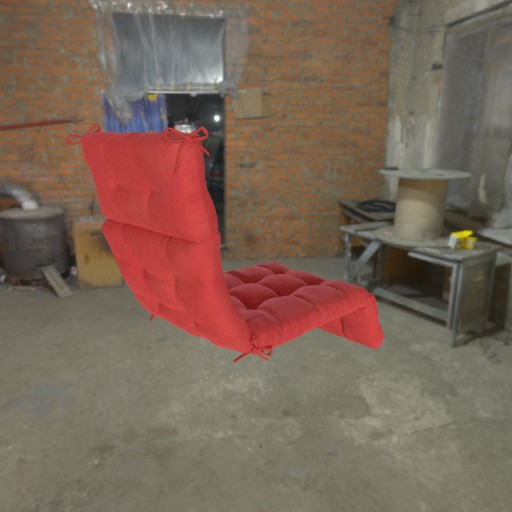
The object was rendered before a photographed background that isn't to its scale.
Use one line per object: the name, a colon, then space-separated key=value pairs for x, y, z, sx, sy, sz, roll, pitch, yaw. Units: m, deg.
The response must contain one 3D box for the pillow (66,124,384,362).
pillow: x=0.000 y=0.000 z=1.520 sx=1.016 sy=0.863 sz=0.526 roll=-15 pitch=21 yaw=-43
